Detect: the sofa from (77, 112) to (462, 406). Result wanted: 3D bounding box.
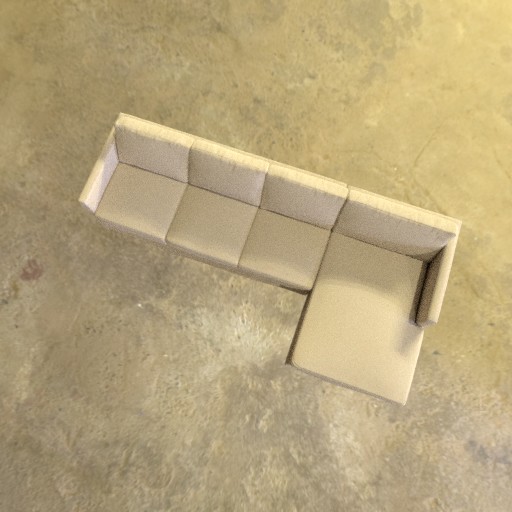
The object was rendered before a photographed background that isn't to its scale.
[{"bbox_3d":[0.000,0.000,3.933,3.206,0.871,1.622,19,76,5],"label":"sofa"}]
